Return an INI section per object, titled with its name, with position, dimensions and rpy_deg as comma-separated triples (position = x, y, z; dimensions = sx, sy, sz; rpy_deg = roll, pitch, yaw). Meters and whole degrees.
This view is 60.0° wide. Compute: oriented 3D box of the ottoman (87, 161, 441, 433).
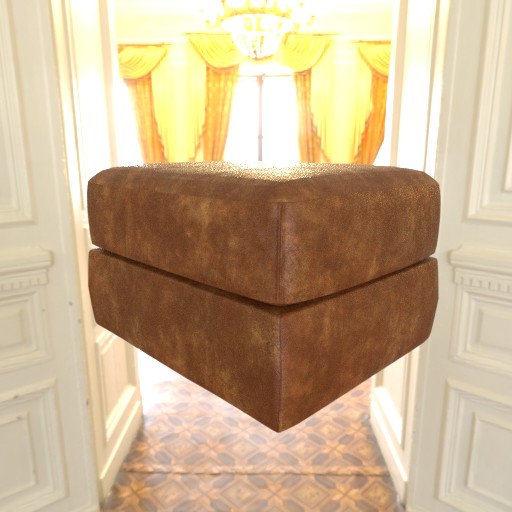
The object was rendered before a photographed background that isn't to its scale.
[ottoman]
position = 0.000, 0.000, 1.154
dimensions = 0.603, 0.476, 0.751
rpy_deg = -13, 19, -43
